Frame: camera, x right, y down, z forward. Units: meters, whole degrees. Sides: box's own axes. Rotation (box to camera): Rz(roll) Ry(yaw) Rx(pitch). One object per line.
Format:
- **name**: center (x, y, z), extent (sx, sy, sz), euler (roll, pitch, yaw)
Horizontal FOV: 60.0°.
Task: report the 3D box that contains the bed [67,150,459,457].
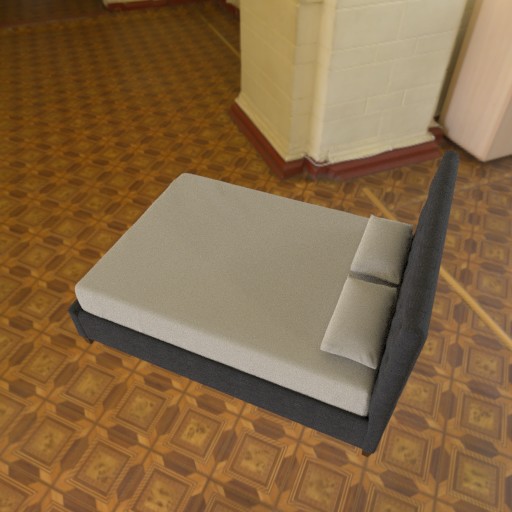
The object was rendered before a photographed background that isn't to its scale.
- **bed**: center (0.000, 0.000, 3.339), extent (2.387, 1.427, 1.698), euler (17, 47, 16)
